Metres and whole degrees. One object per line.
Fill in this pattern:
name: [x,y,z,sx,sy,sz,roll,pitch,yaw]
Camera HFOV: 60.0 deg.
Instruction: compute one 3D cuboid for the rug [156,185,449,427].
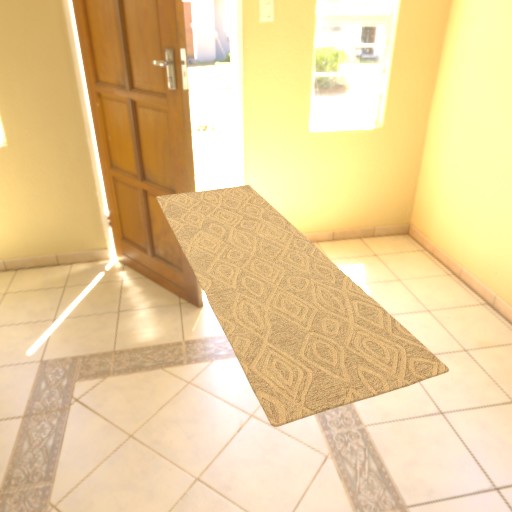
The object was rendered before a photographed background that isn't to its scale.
rug: [0.000,0.000,2.697,0.807,0.013,2.436,-10,30,-18]
